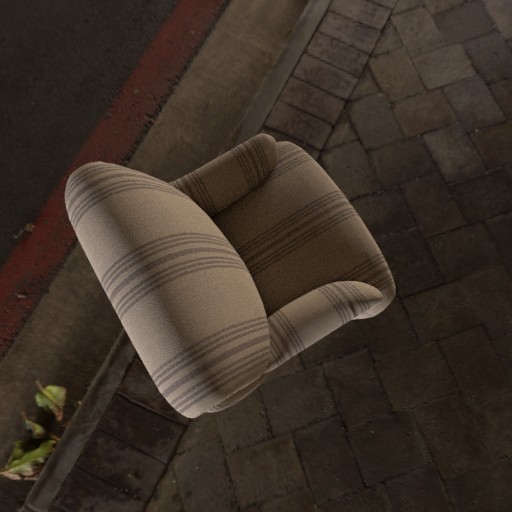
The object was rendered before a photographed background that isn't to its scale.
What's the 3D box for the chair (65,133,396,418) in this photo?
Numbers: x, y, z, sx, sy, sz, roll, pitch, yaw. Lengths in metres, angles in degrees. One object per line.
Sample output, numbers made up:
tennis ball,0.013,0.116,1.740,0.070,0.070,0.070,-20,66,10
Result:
chair,0.000,0.000,1.611,0.914,0.940,0.813,-30,77,-8
